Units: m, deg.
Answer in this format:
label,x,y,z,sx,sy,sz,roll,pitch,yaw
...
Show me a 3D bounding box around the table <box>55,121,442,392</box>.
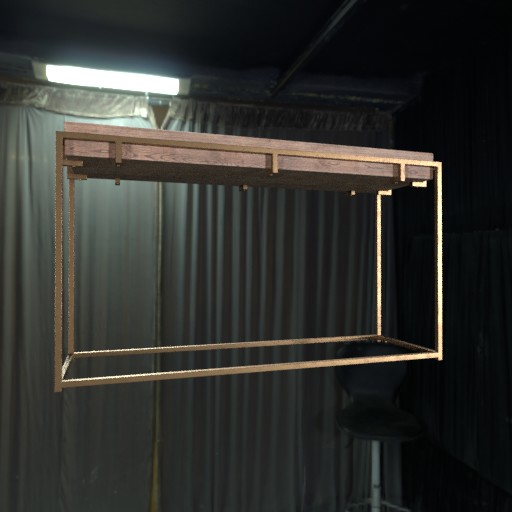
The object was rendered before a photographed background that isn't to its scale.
label,x,y,z,sx,sy,sz,roll,pitch,yaw
table,0.000,0.000,1.747,1.400,0.820,0.440,0,-1,-18
